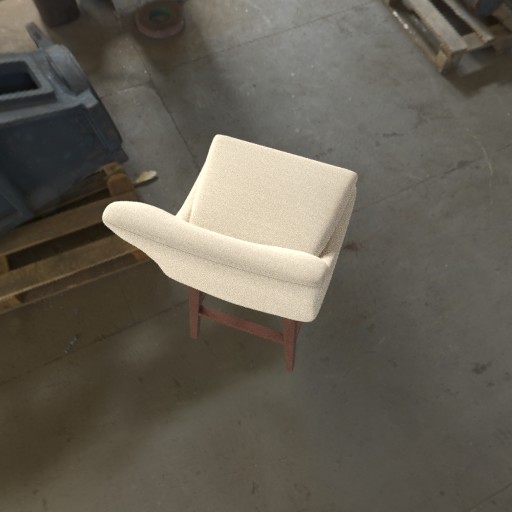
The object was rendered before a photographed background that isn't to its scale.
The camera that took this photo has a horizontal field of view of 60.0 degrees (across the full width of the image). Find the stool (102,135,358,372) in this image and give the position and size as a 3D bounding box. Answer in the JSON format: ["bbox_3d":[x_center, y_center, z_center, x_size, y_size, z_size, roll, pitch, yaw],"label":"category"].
[{"bbox_3d":[0.000,0.000,1.388,0.483,1.093,0.559,17,66,8],"label":"stool"}]
